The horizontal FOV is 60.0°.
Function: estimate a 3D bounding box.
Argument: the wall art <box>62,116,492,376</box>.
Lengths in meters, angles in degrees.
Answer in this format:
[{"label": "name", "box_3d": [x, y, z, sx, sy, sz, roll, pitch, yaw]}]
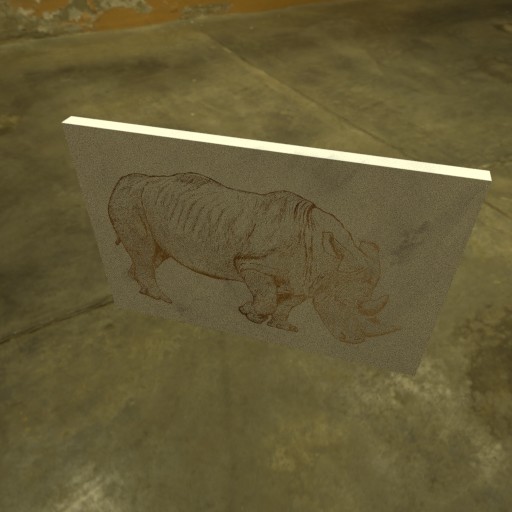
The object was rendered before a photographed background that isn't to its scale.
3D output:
[{"label": "wall art", "box_3d": [0.000, 0.000, 1.124, 0.915, 0.610, 0.038, 11, 41, 12]}]
